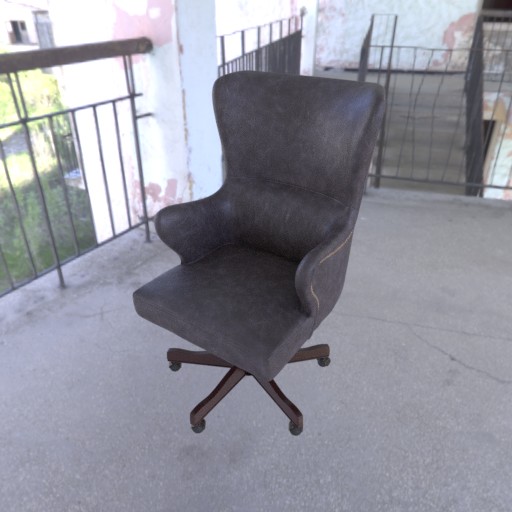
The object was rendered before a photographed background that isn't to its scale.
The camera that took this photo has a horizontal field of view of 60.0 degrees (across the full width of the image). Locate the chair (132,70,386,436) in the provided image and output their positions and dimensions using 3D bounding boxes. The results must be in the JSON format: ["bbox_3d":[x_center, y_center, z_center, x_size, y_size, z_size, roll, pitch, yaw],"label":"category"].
[{"bbox_3d":[0.000,0.000,1.453,0.594,1.037,0.717,19,36,30],"label":"chair"}]
